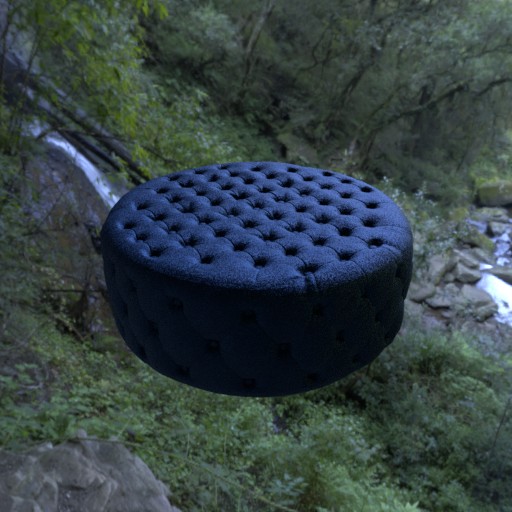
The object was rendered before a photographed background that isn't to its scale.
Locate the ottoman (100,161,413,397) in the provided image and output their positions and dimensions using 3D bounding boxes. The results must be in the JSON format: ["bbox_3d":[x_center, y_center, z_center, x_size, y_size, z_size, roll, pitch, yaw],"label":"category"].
[{"bbox_3d":[0.000,0.000,1.516,0.998,0.398,0.998,0,30,0],"label":"ottoman"}]
